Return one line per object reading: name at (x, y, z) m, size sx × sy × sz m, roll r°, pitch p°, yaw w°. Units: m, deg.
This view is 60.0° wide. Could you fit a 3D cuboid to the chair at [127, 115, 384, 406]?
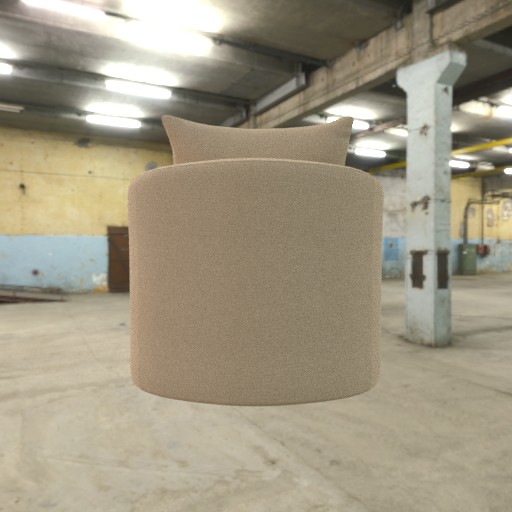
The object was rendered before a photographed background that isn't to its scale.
chair at (0.000, 0.000, 1.592) m, size 0.845 × 0.848 × 0.910 m, roll 0°, pitch 0°, yaw 1°
